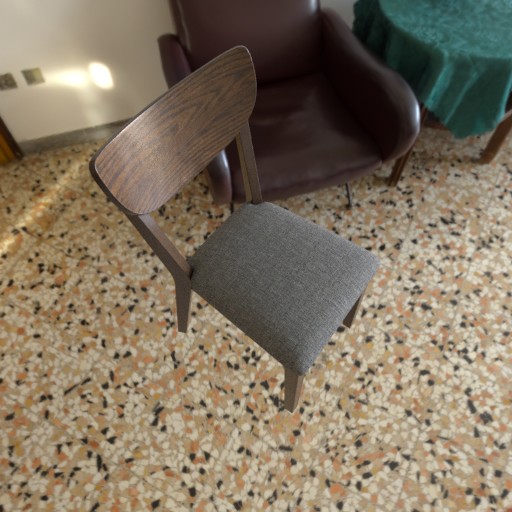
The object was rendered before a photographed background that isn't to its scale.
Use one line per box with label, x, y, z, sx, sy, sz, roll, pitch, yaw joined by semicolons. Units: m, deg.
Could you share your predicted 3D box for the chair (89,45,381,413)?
chair;0.000;0.000;1.228;0.583;0.849;0.491;32;64;18
